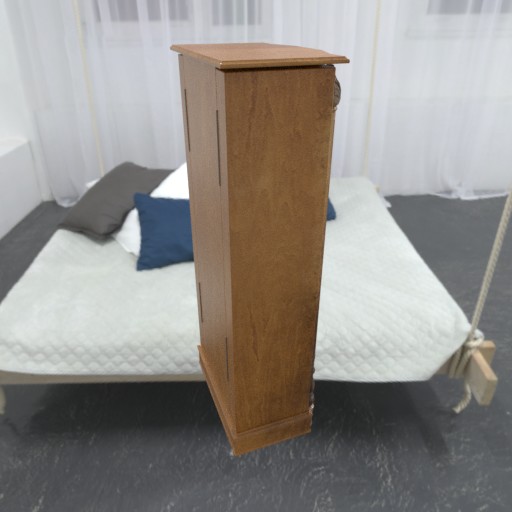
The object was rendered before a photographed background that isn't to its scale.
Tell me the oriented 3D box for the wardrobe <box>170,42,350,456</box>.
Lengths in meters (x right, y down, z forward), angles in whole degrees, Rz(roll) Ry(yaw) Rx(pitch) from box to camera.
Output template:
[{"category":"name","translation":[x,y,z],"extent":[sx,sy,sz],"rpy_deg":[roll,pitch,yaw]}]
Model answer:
[{"category":"wardrobe","translation":[0.000,0.000,1.132],"extent":[0.273,0.959,0.406],"rpy_deg":[-10,31,-18]}]
